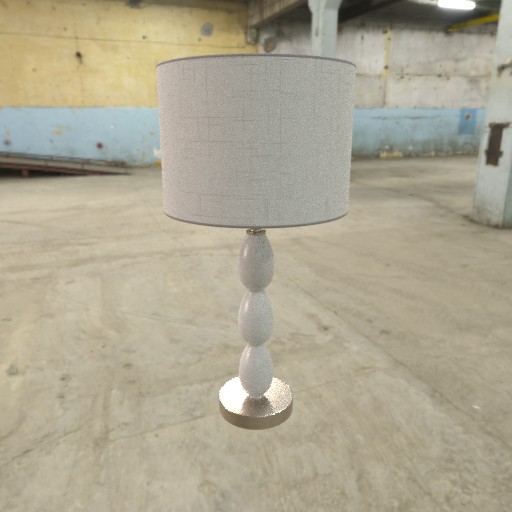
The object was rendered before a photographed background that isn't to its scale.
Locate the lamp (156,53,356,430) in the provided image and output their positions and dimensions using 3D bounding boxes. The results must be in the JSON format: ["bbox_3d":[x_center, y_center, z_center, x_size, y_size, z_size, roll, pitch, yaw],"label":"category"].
[{"bbox_3d":[0.000,0.000,0.713,0.282,0.559,0.280,2,16,8],"label":"lamp"}]
